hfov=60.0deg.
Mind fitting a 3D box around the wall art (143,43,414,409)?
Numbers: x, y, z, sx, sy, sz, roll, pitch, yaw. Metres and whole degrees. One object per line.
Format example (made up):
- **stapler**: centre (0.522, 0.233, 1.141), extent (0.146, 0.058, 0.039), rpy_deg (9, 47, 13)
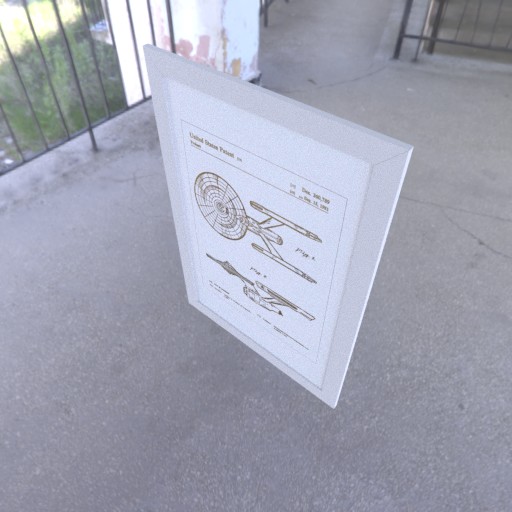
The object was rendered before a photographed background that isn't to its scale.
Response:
- **wall art**: centre (0.000, 0.000, 0.835), extent (0.454, 0.659, 0.011), rpy_deg (31, 54, 26)
